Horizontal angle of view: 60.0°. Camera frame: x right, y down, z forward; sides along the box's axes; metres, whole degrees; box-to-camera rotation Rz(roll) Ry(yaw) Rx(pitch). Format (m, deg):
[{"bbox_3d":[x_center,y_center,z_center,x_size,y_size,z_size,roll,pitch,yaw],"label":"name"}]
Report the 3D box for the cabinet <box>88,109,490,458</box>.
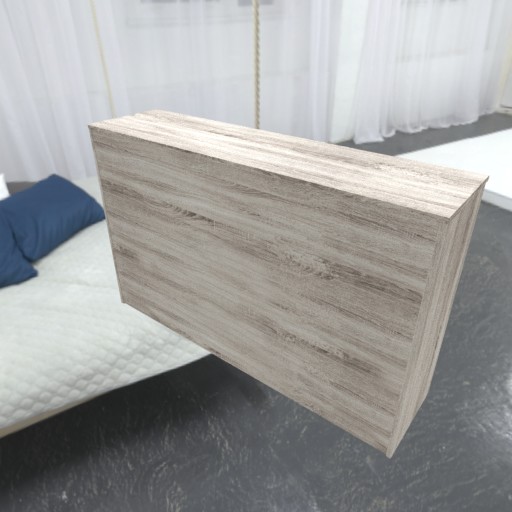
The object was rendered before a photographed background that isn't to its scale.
[{"bbox_3d":[0.000,0.000,1.782,1.450,0.900,0.380,21,36,32],"label":"cabinet"}]
